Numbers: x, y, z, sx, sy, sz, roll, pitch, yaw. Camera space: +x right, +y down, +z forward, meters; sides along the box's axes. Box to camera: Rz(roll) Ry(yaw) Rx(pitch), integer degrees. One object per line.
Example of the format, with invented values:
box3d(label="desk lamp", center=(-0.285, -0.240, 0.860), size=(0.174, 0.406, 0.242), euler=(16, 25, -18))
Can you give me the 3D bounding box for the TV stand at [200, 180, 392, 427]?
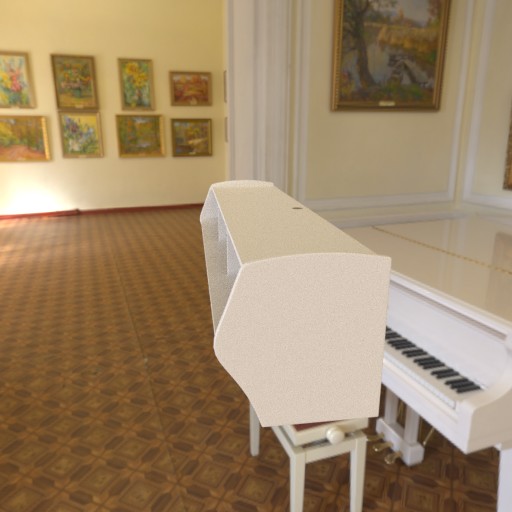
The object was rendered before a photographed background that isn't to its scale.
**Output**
box3d(label="TV stand", center=(0.000, 0.000, 1.705), size=(0.397, 0.424, 1.473), euler=(-2, 16, -8))
